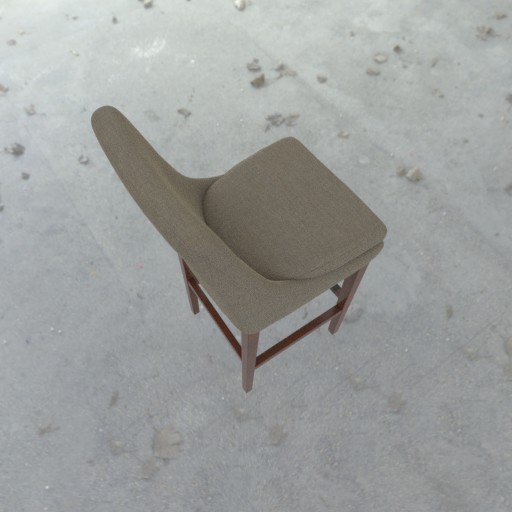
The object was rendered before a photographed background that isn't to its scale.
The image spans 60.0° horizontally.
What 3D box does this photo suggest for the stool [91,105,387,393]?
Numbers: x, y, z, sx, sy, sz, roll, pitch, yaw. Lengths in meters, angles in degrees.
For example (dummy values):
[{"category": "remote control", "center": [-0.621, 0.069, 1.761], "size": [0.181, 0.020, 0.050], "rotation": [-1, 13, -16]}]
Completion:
[{"category": "stool", "center": [0.000, 0.000, 1.337], "size": [0.577, 1.078, 0.470], "rotation": [-30, 63, -17]}]
